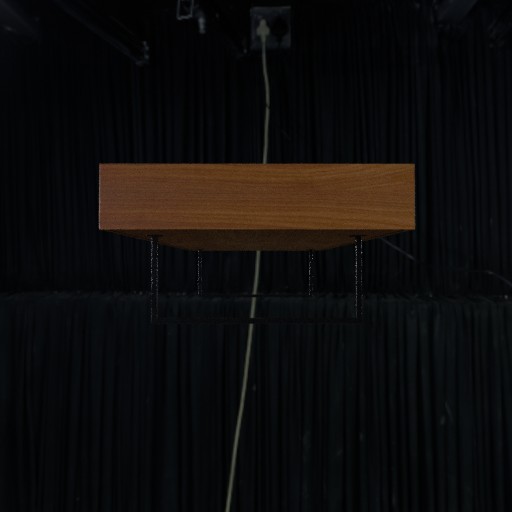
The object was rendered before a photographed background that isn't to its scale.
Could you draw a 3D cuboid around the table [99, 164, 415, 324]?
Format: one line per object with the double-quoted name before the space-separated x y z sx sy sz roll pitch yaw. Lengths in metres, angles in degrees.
"table" 0.000 0.000 1.451 0.610 0.330 1.194 0 -1 0
